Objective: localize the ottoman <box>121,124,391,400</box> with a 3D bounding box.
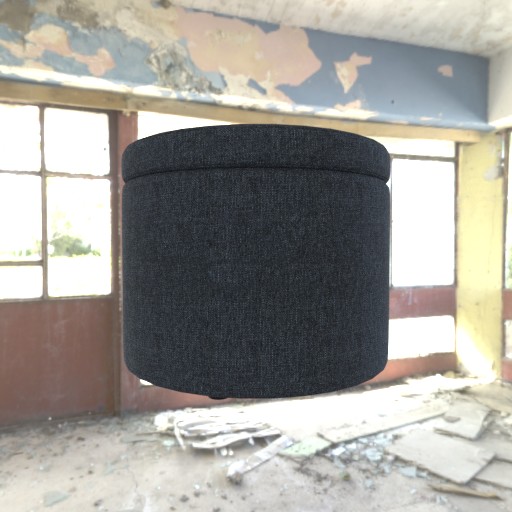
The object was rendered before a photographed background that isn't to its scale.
[{"bbox_3d":[0.000,0.000,0.866,0.500,0.419,0.500,0,2,0],"label":"ottoman"}]
